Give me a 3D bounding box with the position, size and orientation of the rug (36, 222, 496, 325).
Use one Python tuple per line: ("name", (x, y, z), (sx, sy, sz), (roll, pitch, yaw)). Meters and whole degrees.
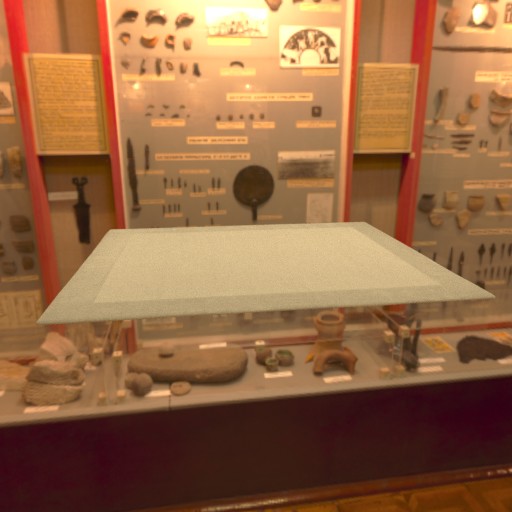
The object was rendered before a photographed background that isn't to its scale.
("rug", (0.000, 0.000, 3.964), (2.976, 0.018, 2.430), (-2, 17, -8))
